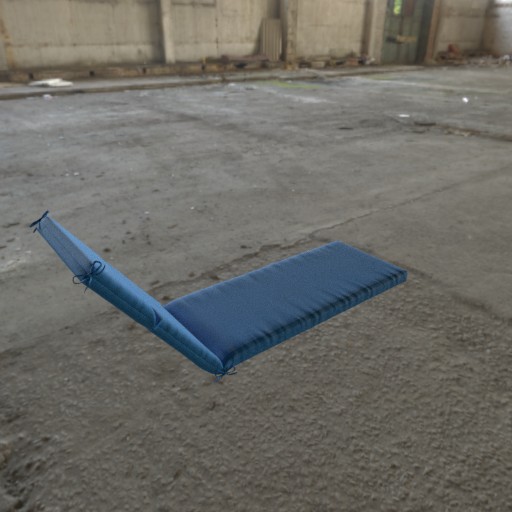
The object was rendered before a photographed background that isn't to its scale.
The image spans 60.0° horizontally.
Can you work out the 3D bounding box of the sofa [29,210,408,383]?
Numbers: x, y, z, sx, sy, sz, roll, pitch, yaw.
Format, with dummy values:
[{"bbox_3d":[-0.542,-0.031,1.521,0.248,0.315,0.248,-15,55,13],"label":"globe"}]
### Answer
[{"bbox_3d":[0.000,0.000,1.973,1.663,0.622,0.582,-19,32,-33],"label":"sofa"}]
